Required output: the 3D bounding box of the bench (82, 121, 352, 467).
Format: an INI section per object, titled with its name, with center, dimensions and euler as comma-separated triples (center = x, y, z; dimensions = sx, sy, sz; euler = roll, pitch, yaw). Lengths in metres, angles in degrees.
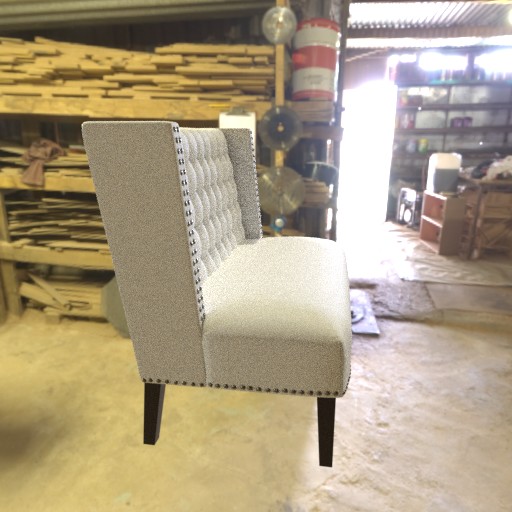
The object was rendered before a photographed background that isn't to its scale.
[bench]
center = 0.000, 0.000, 1.991
dimensions = 0.847, 1.123, 1.280
euler = 3, 15, 10
